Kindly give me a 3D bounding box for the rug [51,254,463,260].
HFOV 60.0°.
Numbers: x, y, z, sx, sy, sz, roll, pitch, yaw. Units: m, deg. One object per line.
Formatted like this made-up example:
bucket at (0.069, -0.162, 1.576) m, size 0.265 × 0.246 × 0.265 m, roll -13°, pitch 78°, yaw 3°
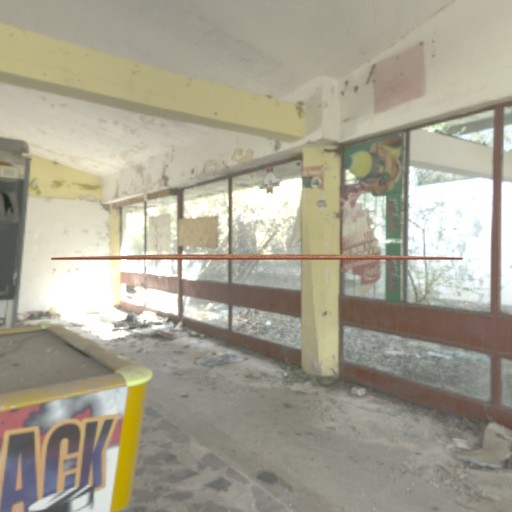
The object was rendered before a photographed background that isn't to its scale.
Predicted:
rug at (0.000, 0.000, 4.089) m, size 2.387 × 0.013 × 3.053 m, roll 0°, pitch 1°, yaw 0°
